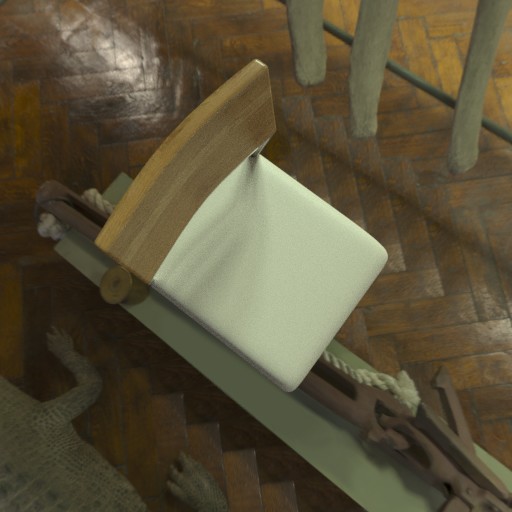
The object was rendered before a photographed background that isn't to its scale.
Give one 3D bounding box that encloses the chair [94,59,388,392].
[{"bbox_3d":[0.000,0.000,1.189,0.585,0.844,0.467,37,80,8],"label":"chair"}]
